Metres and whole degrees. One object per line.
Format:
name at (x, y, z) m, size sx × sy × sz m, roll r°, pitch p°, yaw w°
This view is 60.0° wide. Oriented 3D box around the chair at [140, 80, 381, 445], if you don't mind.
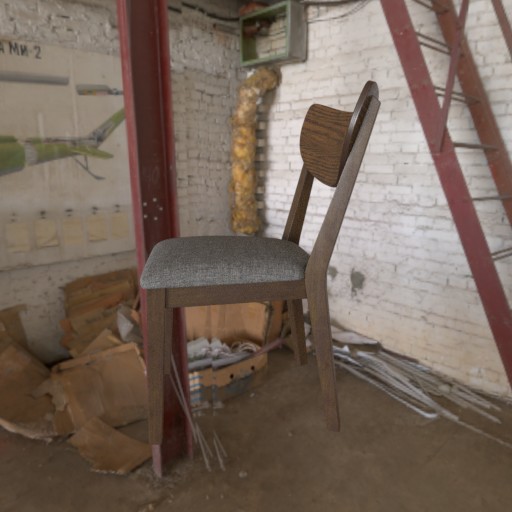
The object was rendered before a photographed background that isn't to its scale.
chair at (0.000, 0.000, 1.219) m, size 0.583 × 0.849 × 0.491 m, roll -2°, pitch 13°, yaw -7°
